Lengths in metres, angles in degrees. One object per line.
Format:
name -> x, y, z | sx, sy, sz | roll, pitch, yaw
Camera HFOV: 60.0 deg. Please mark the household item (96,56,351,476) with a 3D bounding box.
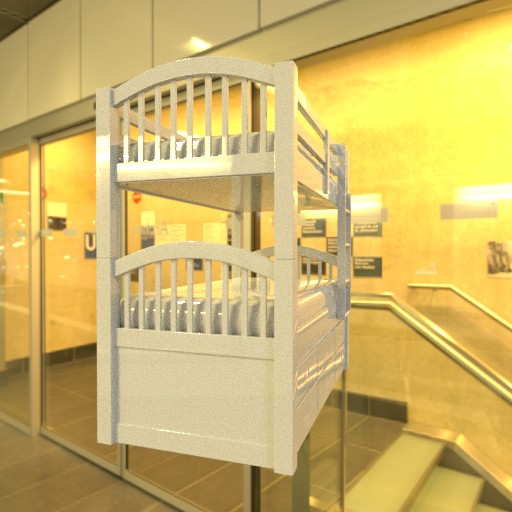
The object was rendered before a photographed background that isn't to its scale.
household item -> 0.000, 0.000, 3.194 | 1.143, 2.032, 2.032 | 0, 1, 19
